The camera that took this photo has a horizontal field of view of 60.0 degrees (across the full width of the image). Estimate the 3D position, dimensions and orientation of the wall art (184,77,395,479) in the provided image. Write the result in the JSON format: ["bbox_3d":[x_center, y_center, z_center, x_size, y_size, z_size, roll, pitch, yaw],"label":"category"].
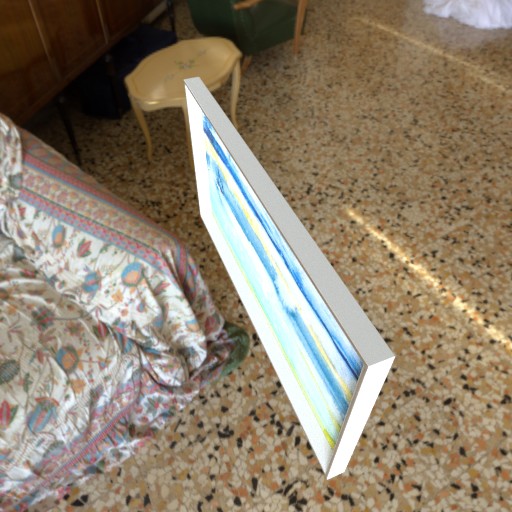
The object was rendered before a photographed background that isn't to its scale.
[{"bbox_3d":[0.000,0.000,0.951,0.038,0.431,0.812,-17,49,-15],"label":"wall art"}]
